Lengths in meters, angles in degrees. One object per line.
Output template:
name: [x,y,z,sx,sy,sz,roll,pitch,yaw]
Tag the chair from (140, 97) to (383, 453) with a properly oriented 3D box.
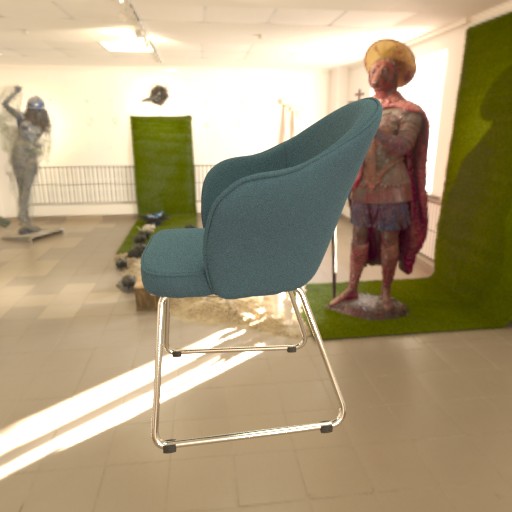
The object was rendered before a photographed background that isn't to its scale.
chair: [0.000,0.000,1.202,0.585,0.815,0.570,-2,16,-7]
